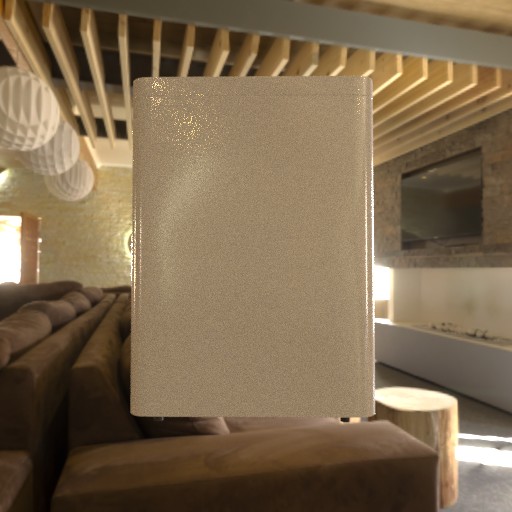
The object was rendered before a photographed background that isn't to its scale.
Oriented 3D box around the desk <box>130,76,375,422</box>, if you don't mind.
[{"bbox_3d":[0.000,0.000,1.569,0.550,0.760,1.200,0,-2,1],"label":"desk"}]
